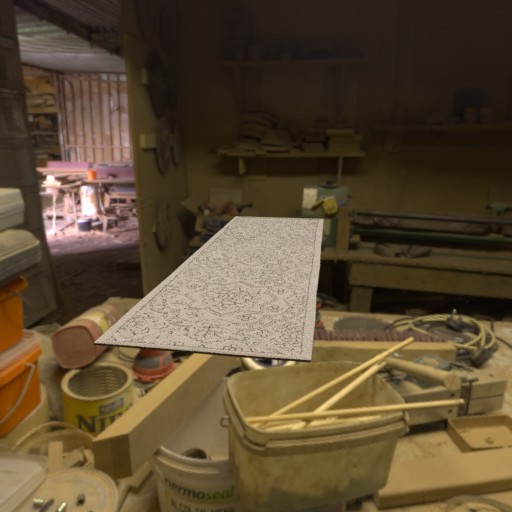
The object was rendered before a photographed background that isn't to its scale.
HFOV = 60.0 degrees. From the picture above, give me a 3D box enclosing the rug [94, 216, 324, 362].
[{"bbox_3d":[0.000,0.000,2.663,0.769,0.012,2.448,3,16,9],"label":"rug"}]
